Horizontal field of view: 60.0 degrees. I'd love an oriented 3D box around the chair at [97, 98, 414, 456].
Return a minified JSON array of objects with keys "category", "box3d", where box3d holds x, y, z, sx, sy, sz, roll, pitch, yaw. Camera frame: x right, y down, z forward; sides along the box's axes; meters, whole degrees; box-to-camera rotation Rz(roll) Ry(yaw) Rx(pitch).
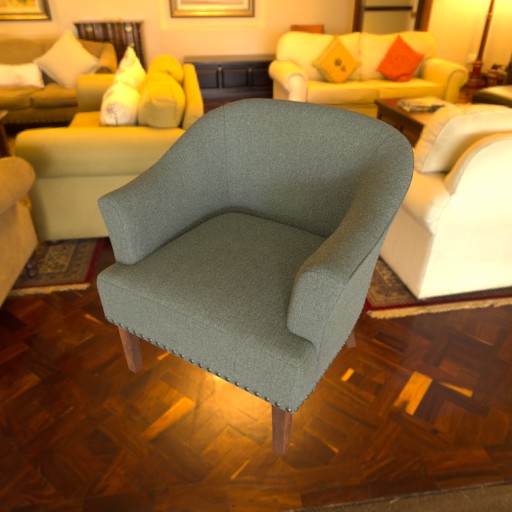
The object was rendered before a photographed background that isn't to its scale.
[{"category":"chair","box3d":[0.000,0.000,1.405,0.798,0.815,0.704,19,36,27]}]
